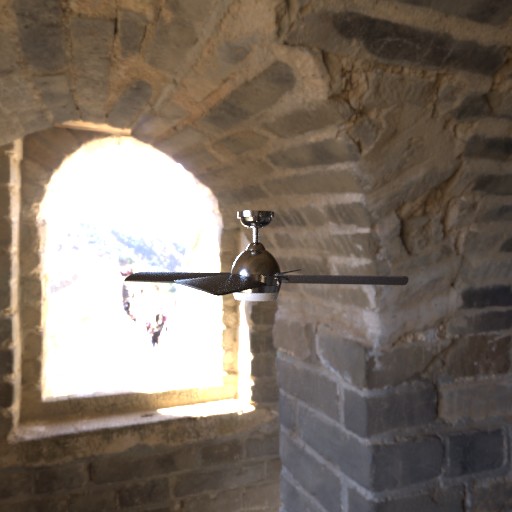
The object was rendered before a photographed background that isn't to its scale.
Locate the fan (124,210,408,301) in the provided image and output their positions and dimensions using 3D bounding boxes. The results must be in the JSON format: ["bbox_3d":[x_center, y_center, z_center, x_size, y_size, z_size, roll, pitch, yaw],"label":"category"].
[{"bbox_3d":[0.000,0.000,2.047,1.332,0.403,1.332,0,0,17],"label":"fan"}]
